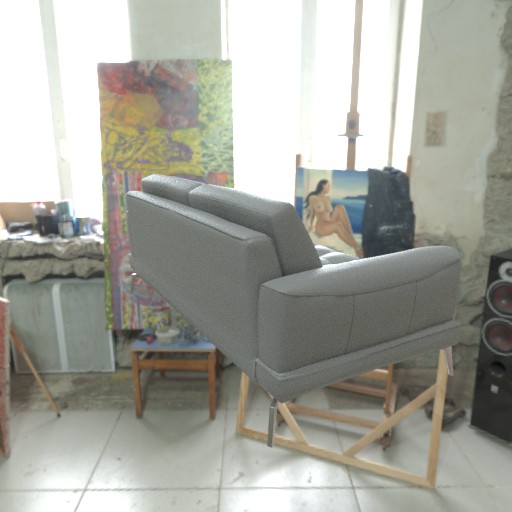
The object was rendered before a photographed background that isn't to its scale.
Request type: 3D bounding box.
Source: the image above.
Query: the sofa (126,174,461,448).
[{"bbox_3d":[0.000,0.000,2.745,1.121,0.930,2.177,-8,17,-29],"label":"sofa"}]
